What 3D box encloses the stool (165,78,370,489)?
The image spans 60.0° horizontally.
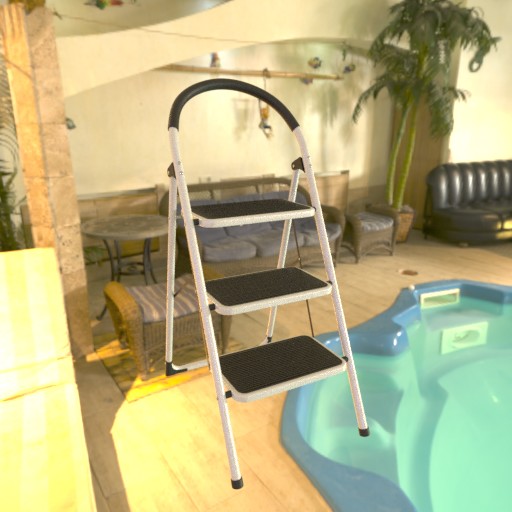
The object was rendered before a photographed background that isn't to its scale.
[{"bbox_3d":[0.000,0.000,1.440,0.485,1.109,0.676,-9,19,-27],"label":"stool"}]
